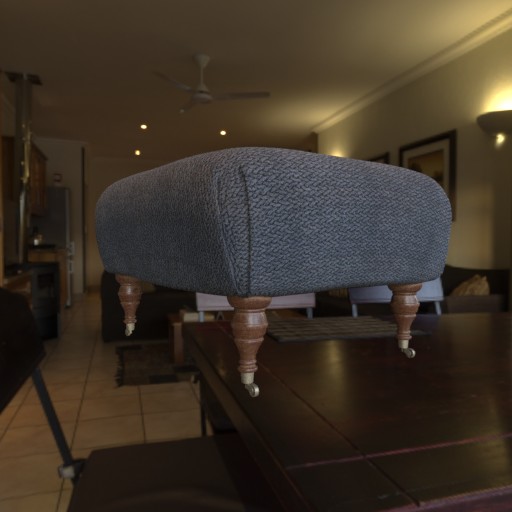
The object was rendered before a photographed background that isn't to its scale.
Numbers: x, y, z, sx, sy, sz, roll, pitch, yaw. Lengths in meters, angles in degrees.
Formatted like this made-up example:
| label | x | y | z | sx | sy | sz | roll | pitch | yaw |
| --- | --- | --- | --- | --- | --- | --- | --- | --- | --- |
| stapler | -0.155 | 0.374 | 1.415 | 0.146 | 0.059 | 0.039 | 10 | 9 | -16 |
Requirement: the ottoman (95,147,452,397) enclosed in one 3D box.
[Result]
| label | x | y | z | sx | sy | sz | roll | pitch | yaw |
| --- | --- | --- | --- | --- | --- | --- | --- | --- | --- |
| ottoman | 0.000 | 0.000 | 1.119 | 0.622 | 0.450 | 0.747 | -1 | 2 | -36 |
